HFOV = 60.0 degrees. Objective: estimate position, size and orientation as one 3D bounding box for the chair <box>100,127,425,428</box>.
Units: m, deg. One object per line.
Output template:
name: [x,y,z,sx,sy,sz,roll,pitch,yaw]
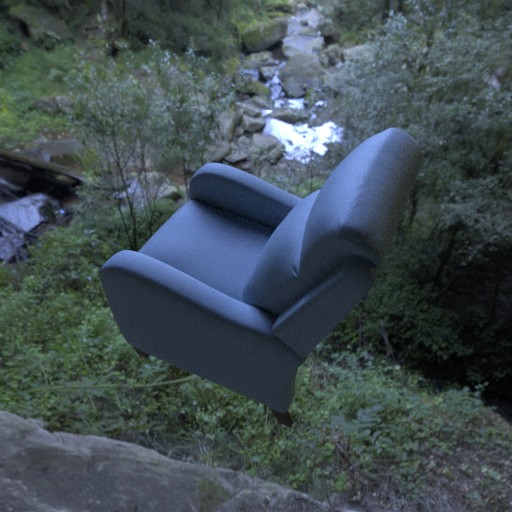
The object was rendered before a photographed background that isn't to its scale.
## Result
chair: [0.000,0.000,1.778,0.988,1.067,0.785,19,48,18]
